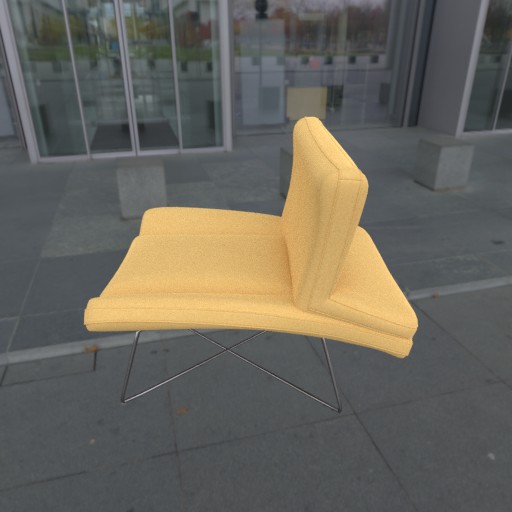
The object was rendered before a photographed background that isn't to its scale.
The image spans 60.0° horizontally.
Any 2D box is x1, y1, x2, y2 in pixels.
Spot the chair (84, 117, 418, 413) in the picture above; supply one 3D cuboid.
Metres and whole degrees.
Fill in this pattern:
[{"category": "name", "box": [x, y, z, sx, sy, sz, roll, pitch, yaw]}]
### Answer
[{"category": "chair", "box": [0.000, 0.000, 1.612, 1.008, 0.855, 0.859, 0, 26, 0]}]
